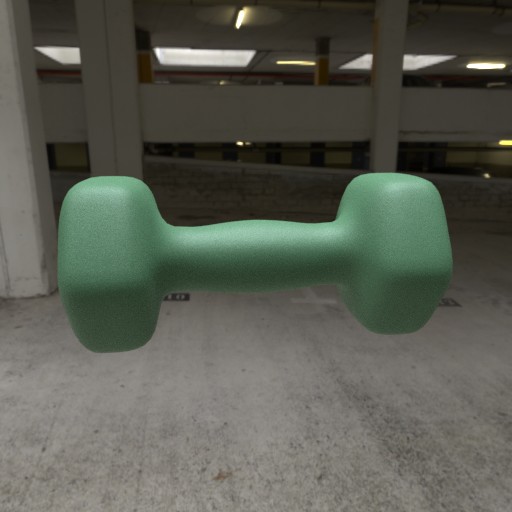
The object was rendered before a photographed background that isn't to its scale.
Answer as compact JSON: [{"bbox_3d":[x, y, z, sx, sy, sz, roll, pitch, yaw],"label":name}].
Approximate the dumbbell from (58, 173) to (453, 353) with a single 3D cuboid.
[{"bbox_3d":[0.000,0.000,0.319,0.257,0.114,0.126,-2,16,-7],"label":"dumbbell"}]
